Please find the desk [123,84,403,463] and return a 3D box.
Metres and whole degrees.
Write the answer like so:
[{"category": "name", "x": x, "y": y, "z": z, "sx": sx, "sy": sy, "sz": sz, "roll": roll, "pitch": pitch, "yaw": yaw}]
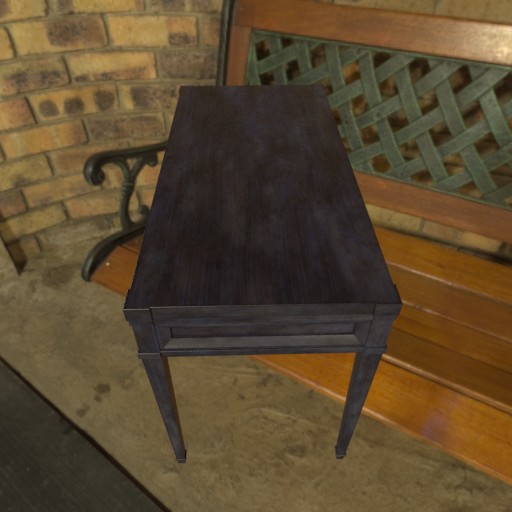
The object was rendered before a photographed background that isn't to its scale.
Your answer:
[{"category": "desk", "x": 0.000, "y": 0.000, "z": 1.759, "sx": 0.630, "sy": 0.861, "sz": 1.289, "roll": -1, "pitch": 42, "yaw": -1}]
